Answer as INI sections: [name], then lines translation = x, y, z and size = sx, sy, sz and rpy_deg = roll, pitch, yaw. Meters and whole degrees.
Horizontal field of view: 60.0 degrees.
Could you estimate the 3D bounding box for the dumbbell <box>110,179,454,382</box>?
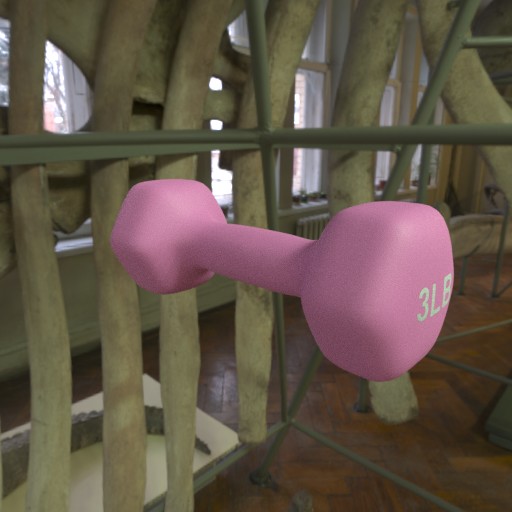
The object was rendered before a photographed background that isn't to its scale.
[dumbbell]
translation = 0.000, 0.000, 0.194
size = 0.159, 0.058, 0.064
rpy_deg = 14, 20, 42
